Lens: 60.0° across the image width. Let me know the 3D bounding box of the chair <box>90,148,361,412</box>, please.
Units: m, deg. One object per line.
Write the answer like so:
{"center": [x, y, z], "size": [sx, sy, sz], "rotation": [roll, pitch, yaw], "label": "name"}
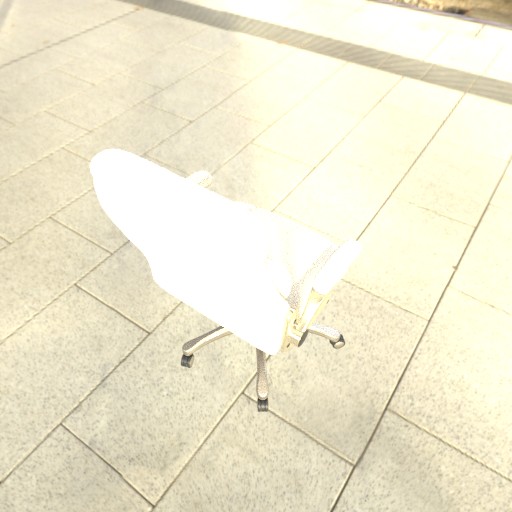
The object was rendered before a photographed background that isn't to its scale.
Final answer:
{"center": [0.000, 0.000, 1.644], "size": [0.740, 1.110, 0.794], "rotation": [25, 52, 21], "label": "chair"}
